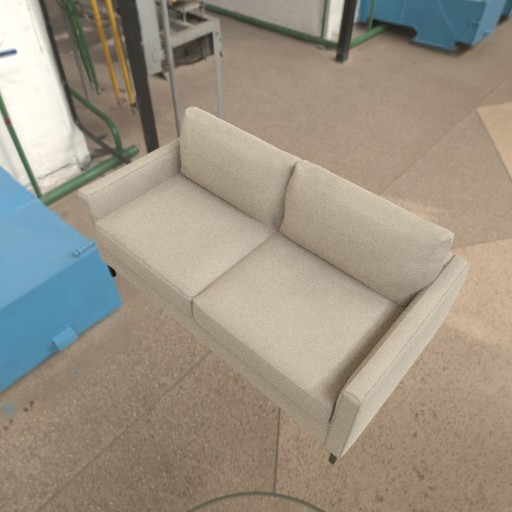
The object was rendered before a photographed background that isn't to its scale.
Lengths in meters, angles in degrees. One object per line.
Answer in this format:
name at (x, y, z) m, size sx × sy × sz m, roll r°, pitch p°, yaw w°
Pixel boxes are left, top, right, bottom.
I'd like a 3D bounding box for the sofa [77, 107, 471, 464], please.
sofa at (0.000, 0.000, 2.153) m, size 1.682 × 0.840 × 0.875 m, roll 33°, pitch 55°, yaw 28°
